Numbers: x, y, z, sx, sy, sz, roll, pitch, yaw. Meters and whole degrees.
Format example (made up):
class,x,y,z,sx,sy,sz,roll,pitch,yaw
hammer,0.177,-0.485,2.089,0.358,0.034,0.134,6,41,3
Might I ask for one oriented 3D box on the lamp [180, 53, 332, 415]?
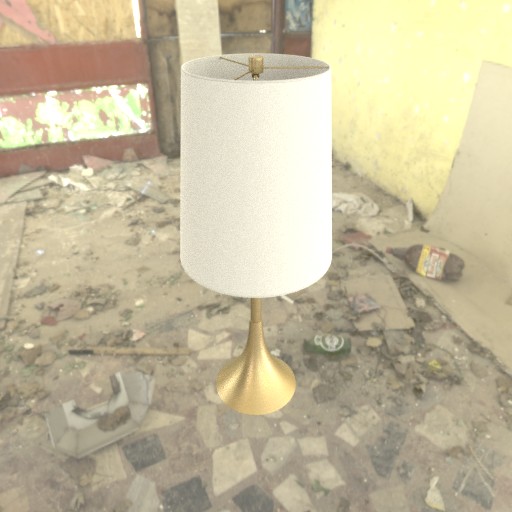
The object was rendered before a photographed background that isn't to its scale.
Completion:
class,x,y,z,sx,sy,sz,roll,pitch,yaw
lamp,0.000,0.000,0.686,0.231,0.569,0.231,0,33,0
